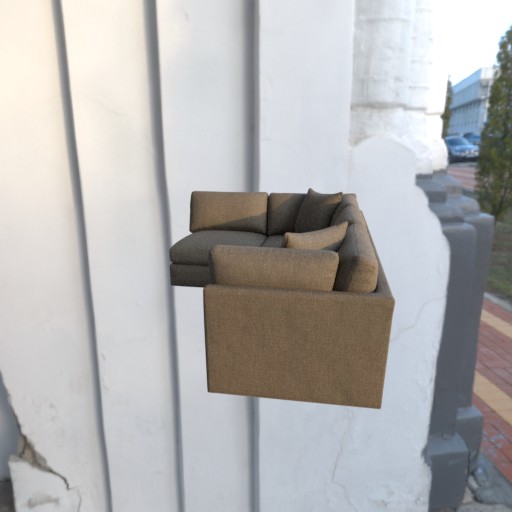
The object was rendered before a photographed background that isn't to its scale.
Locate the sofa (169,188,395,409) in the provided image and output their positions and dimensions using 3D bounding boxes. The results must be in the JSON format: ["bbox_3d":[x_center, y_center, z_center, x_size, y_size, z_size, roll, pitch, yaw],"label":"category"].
[{"bbox_3d":[0.000,0.000,3.929,1.994,0.978,2.896,3,16,9],"label":"sofa"}]
